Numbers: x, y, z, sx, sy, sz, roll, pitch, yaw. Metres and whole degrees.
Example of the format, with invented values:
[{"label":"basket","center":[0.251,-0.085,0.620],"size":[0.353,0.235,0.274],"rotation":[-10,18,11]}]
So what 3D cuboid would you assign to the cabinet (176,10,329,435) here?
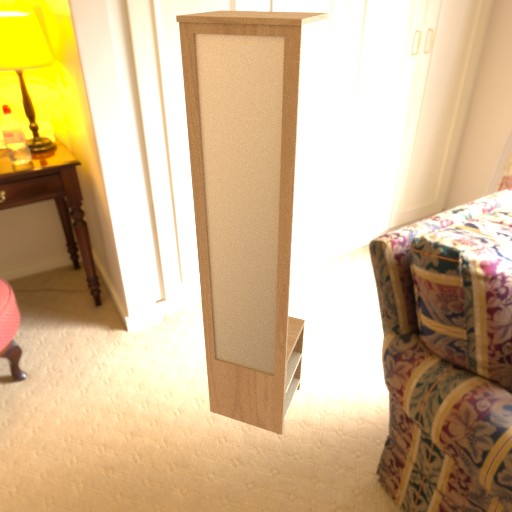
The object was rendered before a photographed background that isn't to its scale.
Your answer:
[{"label":"cabinet","center":[0.000,0.000,1.958],"size":[0.411,1.879,0.338],"rotation":[11,33,18]}]
